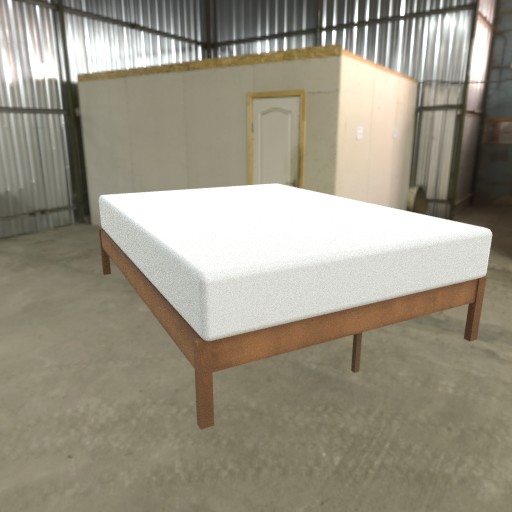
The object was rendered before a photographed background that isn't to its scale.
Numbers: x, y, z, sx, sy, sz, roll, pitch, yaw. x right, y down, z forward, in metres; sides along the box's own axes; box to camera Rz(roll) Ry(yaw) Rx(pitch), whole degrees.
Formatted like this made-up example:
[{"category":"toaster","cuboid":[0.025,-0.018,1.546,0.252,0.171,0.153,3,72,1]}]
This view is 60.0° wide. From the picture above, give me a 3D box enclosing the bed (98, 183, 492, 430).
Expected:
[{"category":"bed","cuboid":[0.000,0.000,2.735,1.529,0.593,2.050,-8,18,-27]}]
